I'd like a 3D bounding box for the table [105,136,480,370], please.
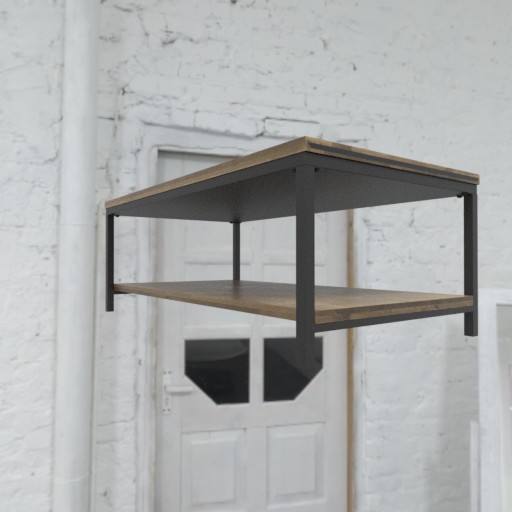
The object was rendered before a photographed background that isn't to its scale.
[{"bbox_3d":[0.000,0.000,1.337,0.574,0.393,1.062,0,-1,-36],"label":"table"}]
